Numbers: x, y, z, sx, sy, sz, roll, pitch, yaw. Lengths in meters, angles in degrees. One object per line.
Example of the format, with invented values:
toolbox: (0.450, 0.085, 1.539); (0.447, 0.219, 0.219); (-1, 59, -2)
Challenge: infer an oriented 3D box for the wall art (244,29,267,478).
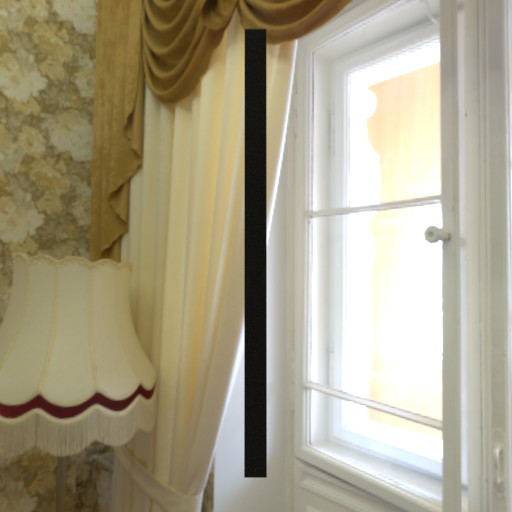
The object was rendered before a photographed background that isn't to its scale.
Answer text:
wall art: (0.000, 0.000, 1.130); (0.037, 0.761, 0.761); (0, -1, 0)
